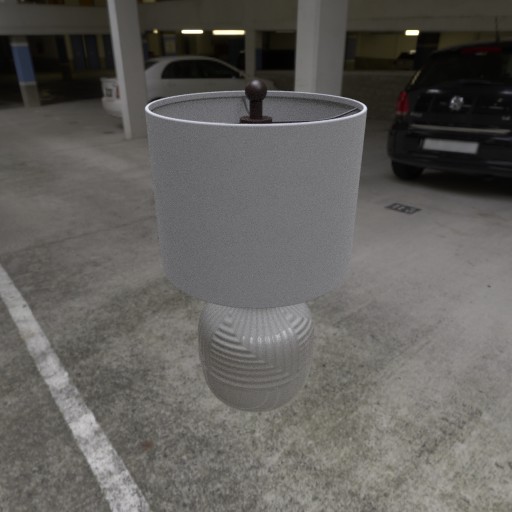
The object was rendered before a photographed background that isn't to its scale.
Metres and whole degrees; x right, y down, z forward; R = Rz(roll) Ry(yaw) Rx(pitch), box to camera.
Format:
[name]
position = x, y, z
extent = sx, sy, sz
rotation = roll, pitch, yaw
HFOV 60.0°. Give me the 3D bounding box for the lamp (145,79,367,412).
[lamp]
position = 0.000, 0.000, 0.762
extent = 0.318, 0.567, 0.318
rotation = 0, 27, 0
